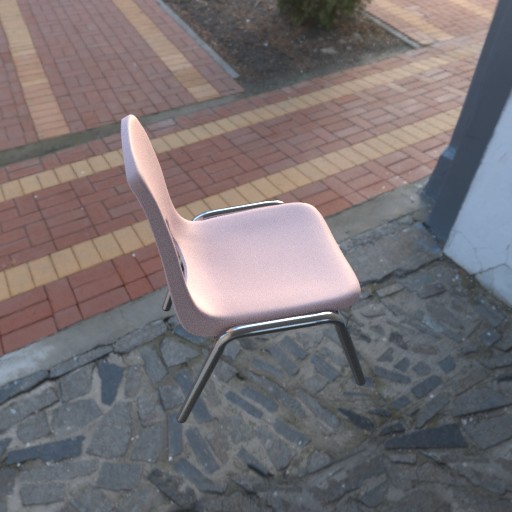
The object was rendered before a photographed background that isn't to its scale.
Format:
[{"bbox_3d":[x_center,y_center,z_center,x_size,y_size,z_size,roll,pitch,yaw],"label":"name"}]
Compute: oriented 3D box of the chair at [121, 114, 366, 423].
[{"bbox_3d":[0.000,0.000,0.877,0.423,0.586,0.354,-10,46,-10],"label":"chair"}]
